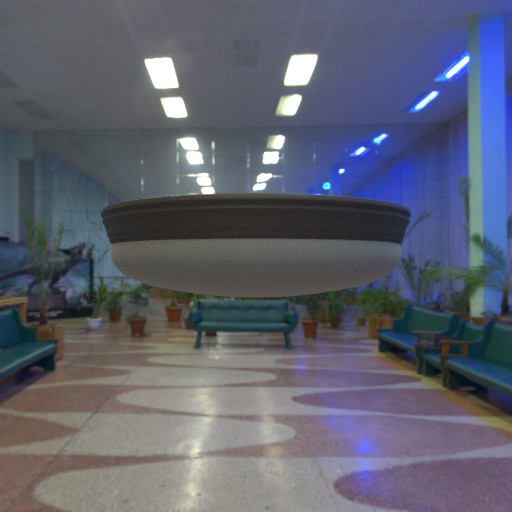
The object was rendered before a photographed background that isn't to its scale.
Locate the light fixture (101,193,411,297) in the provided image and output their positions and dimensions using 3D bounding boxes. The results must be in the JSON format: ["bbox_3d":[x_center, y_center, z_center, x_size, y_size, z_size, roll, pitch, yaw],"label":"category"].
[{"bbox_3d":[0.000,0.000,0.556,0.368,0.100,0.368,0,-1,0],"label":"light fixture"}]
